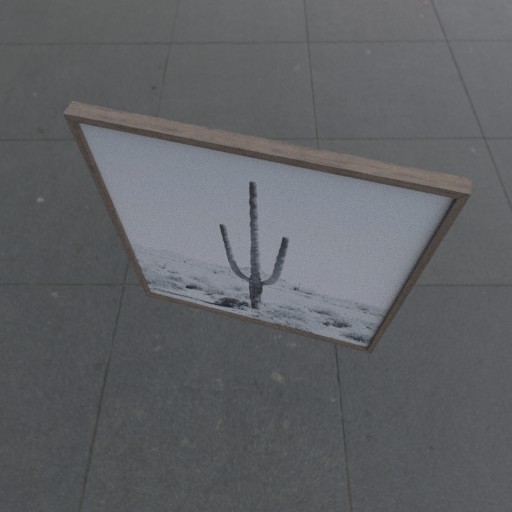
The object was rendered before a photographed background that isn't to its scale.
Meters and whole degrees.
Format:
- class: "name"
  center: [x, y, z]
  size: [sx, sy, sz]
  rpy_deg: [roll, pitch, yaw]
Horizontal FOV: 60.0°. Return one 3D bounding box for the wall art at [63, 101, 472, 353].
- class: "wall art"
  center: [0.000, 0.000, 1.131]
  size: [0.762, 0.762, 0.038]
  rpy_deg: [13, 58, 8]
